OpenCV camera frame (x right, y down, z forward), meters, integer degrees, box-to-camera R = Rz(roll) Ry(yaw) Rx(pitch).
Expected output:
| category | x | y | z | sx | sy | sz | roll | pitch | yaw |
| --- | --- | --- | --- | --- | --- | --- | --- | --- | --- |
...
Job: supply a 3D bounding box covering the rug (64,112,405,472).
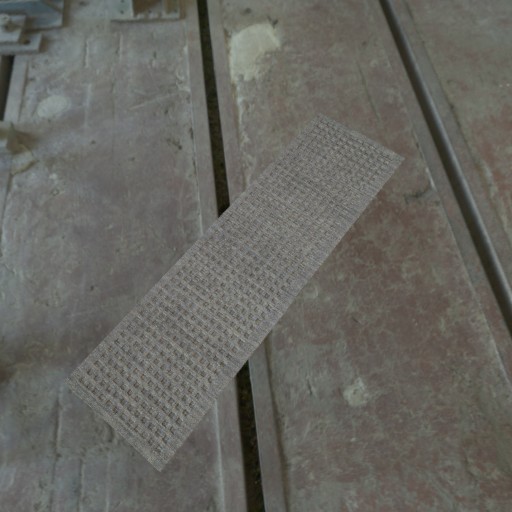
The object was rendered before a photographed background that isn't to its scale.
| category | x | y | z | sx | sy | sz | roll | pitch | yaw |
| --- | --- | --- | --- | --- | --- | --- | --- | --- | --- |
| rug | 0.000 | 0.000 | 2.698 | 0.706 | 0.009 | 2.443 | 34 | 68 | 16 |
